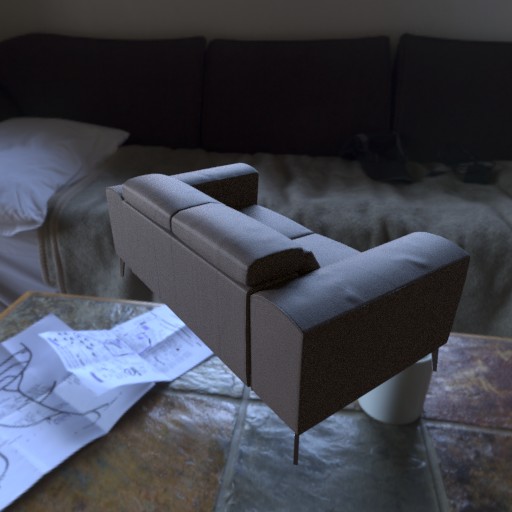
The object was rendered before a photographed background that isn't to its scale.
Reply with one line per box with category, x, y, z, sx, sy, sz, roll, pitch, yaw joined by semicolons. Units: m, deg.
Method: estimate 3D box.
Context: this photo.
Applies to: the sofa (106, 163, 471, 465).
sofa;0.000;0.000;2.454;1.003;0.779;1.895;-18;32;-32
